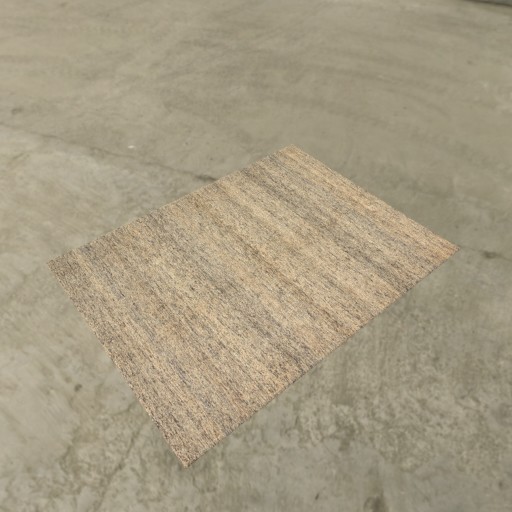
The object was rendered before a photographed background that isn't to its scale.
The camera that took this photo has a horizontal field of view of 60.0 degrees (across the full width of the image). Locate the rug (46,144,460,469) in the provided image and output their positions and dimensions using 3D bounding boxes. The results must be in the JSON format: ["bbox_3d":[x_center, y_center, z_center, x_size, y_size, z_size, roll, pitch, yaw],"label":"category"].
[{"bbox_3d":[0.000,0.000,4.282,3.199,0.036,2.414,-31,54,-26],"label":"rug"}]
